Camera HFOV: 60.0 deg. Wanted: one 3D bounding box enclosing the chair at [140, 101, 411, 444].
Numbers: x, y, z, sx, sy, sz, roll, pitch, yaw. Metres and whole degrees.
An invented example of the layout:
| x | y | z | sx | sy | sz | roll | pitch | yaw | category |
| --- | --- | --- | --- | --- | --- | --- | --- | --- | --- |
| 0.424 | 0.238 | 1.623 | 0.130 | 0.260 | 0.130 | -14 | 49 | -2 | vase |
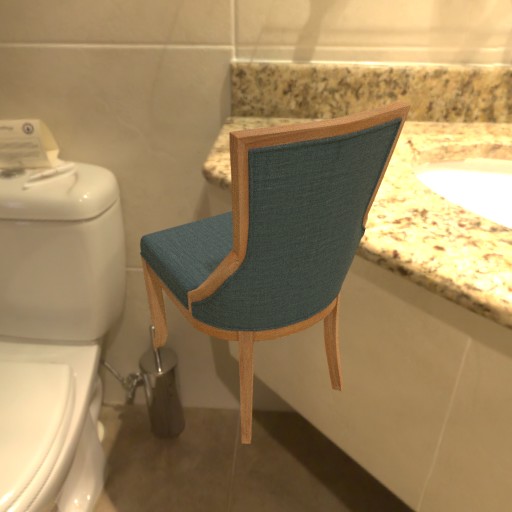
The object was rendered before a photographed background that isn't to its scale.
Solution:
| x | y | z | sx | sy | sz | roll | pitch | yaw | category |
| --- | --- | --- | --- | --- | --- | --- | --- | --- | --- |
| 0.000 | 0.000 | 1.342 | 0.524 | 0.947 | 0.641 | -19 | 36 | -28 | chair |
